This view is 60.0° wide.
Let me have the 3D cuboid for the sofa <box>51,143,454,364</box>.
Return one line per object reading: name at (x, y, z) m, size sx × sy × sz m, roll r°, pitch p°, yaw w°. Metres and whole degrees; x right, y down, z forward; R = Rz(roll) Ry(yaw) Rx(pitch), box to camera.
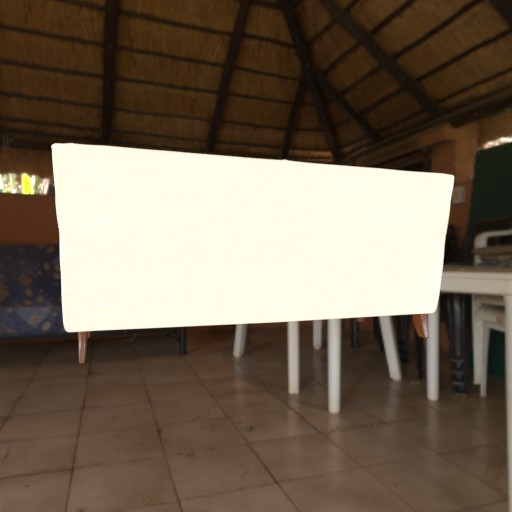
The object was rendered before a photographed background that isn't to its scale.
sofa at (0.000, 0.000, 2.460) m, size 2.001 × 0.907 × 0.841 m, roll 0°, pitch 0°, yaw -20°
